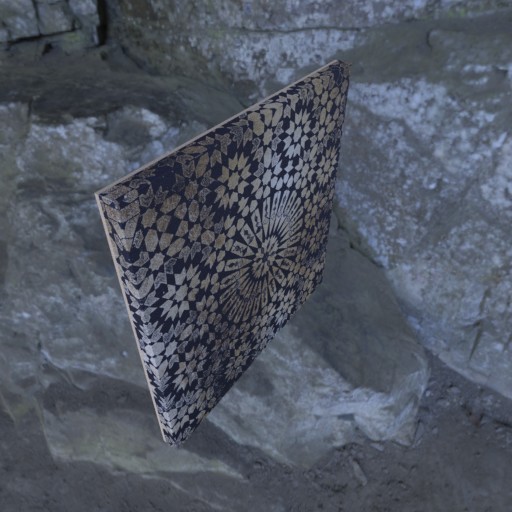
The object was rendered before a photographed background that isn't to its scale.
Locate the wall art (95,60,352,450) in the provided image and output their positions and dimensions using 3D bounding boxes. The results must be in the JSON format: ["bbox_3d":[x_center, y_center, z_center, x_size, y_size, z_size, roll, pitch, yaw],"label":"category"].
[{"bbox_3d":[0.000,0.000,0.907,0.038,0.612,0.612,25,47,26],"label":"wall art"}]
